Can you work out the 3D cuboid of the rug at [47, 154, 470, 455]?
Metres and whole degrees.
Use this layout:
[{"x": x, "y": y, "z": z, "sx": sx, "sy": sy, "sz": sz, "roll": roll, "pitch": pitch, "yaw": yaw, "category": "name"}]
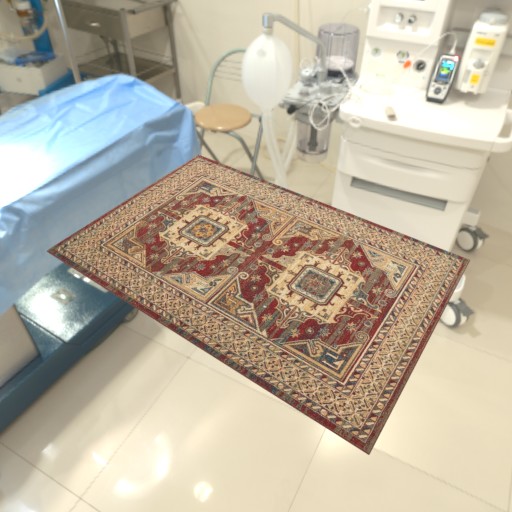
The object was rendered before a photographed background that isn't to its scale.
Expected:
[{"x": 0.000, "y": 0.000, "z": 5.751, "sx": 4.578, "sy": 0.033, "sz": 3.033, "roll": 26, "pitch": 48, "yaw": 25, "category": "rug"}]
